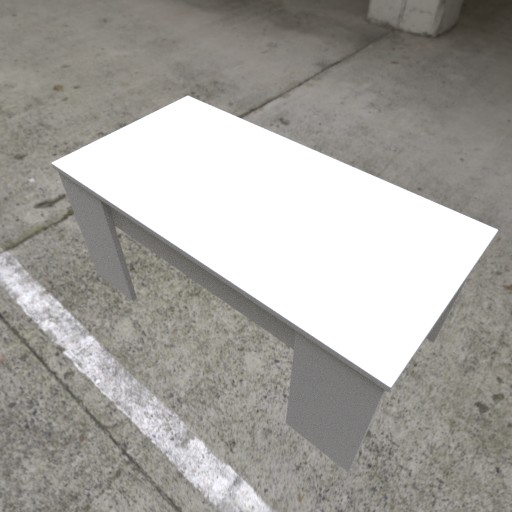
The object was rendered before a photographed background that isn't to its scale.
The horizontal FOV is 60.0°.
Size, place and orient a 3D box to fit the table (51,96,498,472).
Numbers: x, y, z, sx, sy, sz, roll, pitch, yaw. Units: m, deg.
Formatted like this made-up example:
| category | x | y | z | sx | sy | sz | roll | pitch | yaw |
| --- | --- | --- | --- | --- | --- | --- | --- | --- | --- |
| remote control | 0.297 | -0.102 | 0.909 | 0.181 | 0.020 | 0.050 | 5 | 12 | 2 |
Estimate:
| category | x | y | z | sx | sy | sz | roll | pitch | yaw |
| --- | --- | --- | --- | --- | --- | --- | --- | --- | --- |
| table | 0.000 | 0.000 | 1.241 | 1.000 | 0.440 | 0.500 | 31 | 54 | 27 |
